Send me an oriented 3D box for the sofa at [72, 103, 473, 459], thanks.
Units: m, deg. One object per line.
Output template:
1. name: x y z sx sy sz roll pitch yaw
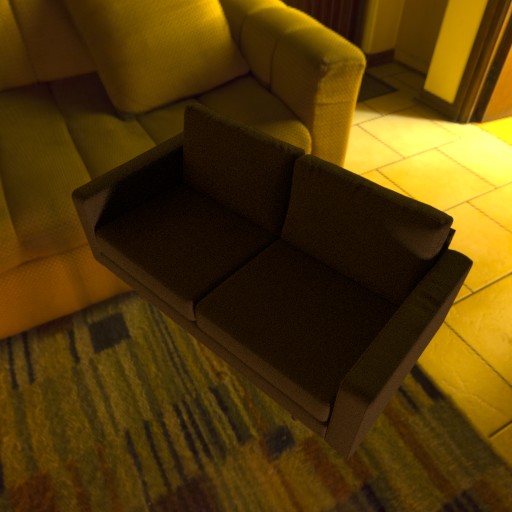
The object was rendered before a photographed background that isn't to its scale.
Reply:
1. sofa: 0.000 0.000 2.210 1.730 0.897 0.889 32 54 27
